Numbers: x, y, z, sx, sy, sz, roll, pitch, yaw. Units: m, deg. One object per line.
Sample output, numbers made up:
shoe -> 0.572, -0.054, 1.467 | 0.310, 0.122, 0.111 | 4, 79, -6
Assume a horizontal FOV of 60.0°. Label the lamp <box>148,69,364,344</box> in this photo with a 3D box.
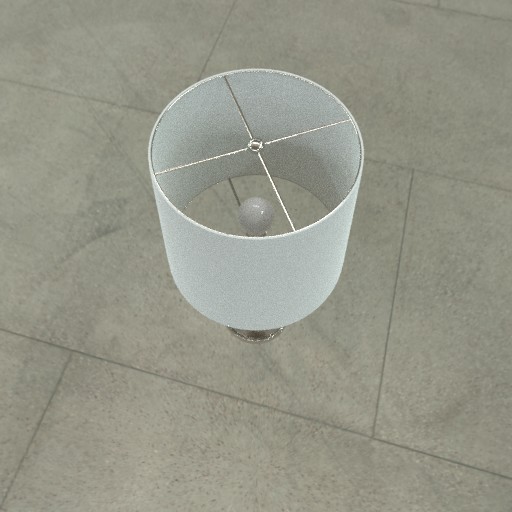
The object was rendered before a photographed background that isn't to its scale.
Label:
lamp -> 0.000, 0.000, 0.805 | 0.303, 0.618, 0.303 | 0, 64, 0
